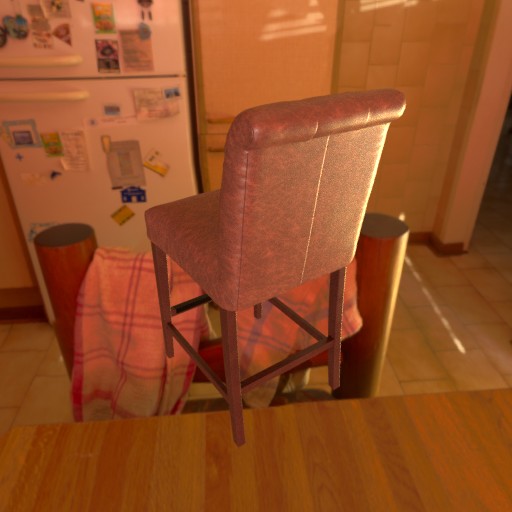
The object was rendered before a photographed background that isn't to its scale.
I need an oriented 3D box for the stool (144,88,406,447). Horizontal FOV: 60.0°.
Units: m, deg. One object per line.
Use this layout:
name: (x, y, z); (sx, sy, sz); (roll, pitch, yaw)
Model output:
stool: (0.000, 0.000, 1.446); (0.486, 1.084, 0.660); (-20, 36, -30)
